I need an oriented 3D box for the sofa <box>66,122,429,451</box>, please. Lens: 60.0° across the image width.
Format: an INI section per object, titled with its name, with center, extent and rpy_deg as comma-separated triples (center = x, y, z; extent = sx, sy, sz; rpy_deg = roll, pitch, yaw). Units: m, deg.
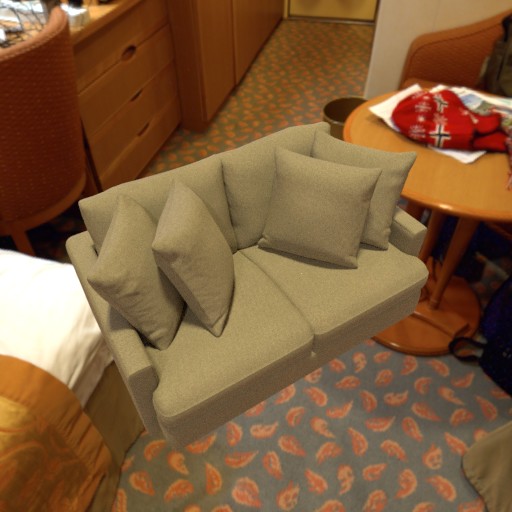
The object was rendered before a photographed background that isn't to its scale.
[sofa]
center = 0.000, 0.000, 2.611
extent = 1.869, 1.080, 1.228
rpy_deg = -24, 49, -22
